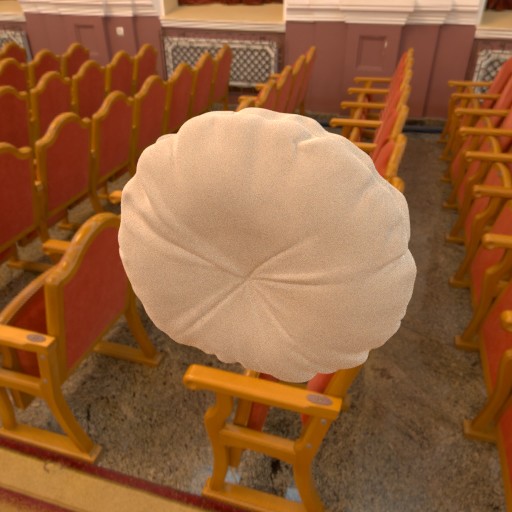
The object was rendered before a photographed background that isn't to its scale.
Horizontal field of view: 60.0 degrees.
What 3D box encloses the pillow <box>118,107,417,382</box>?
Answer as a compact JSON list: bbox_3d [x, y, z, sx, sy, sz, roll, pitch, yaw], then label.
[{"bbox_3d":[0.000,0.000,0.629,0.428,0.407,0.148,10,34,15],"label":"pillow"}]
